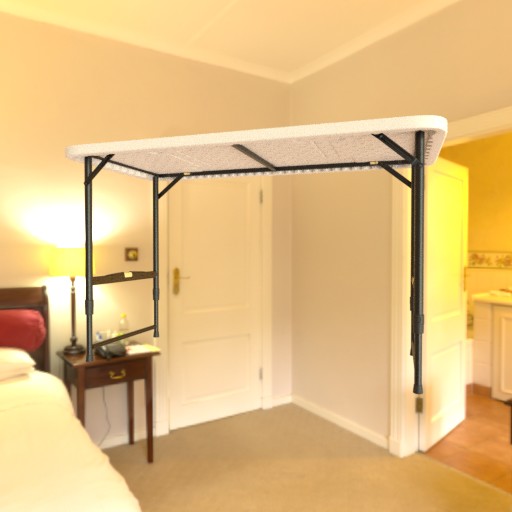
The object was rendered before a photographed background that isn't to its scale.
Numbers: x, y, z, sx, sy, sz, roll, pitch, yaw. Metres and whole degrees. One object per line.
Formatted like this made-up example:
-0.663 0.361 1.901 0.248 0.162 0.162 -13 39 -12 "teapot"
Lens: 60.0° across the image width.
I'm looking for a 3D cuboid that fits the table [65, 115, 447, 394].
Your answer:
0.000 0.000 1.587 1.219 0.737 0.610 0 1 18 "table"
